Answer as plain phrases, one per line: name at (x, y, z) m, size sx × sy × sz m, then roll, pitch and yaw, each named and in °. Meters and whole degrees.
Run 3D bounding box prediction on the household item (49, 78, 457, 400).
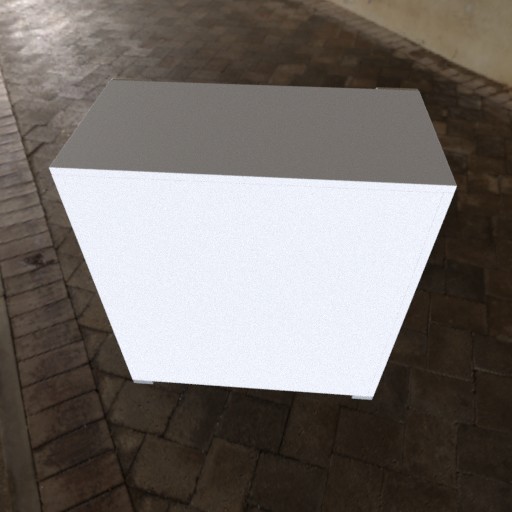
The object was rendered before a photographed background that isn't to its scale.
household item at (0.000, 0.000, 1.322) m, size 0.800 × 0.870 × 0.420 m, roll 3°, pitch 46°, yaw 3°
